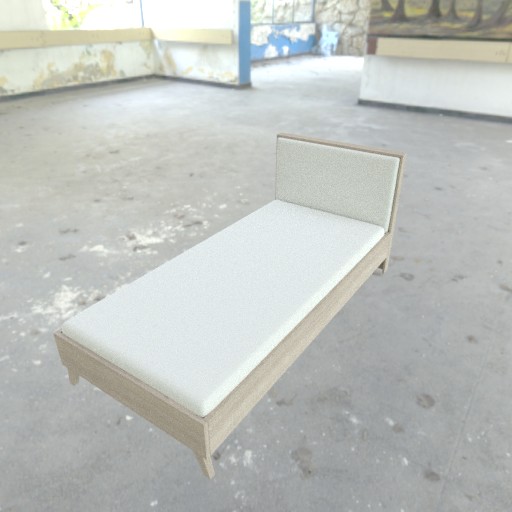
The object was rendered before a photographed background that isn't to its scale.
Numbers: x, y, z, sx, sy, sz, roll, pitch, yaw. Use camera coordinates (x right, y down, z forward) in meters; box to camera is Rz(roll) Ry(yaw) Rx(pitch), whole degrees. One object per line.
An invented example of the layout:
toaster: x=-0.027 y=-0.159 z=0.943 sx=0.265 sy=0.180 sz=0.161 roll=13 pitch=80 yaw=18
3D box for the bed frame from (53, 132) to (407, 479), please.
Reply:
bed frame: x=0.000 y=0.000 z=2.689 sx=0.990 sy=0.920 sz=2.140 roll=19 pitch=34 yaw=30
